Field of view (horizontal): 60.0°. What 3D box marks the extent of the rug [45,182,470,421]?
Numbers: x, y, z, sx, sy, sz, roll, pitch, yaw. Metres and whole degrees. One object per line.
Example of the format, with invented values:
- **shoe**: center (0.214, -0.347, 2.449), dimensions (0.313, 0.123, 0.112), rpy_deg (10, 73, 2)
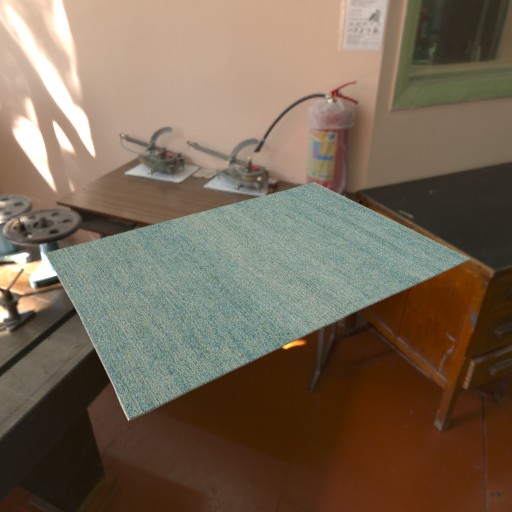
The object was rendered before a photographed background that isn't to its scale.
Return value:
- **rug**: center (0.000, 0.000, 2.905), dimensions (2.305, 0.029, 1.593), rpy_deg (-19, 36, -28)
